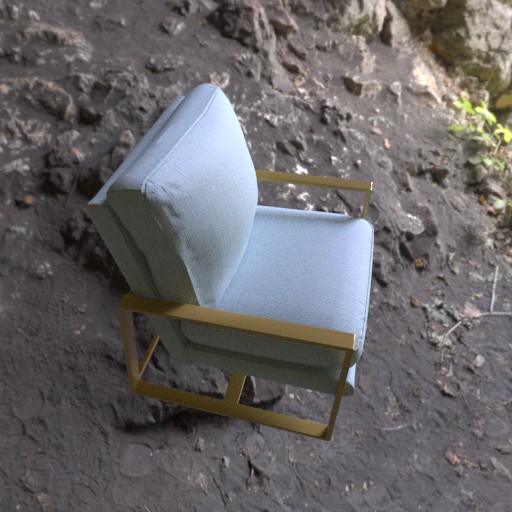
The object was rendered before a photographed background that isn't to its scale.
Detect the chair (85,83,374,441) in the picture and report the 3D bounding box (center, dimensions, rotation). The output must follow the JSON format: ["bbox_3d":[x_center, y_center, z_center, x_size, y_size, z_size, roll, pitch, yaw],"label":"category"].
[{"bbox_3d":[0.000,0.000,1.553,0.813,0.956,0.758,10,46,10],"label":"chair"}]
